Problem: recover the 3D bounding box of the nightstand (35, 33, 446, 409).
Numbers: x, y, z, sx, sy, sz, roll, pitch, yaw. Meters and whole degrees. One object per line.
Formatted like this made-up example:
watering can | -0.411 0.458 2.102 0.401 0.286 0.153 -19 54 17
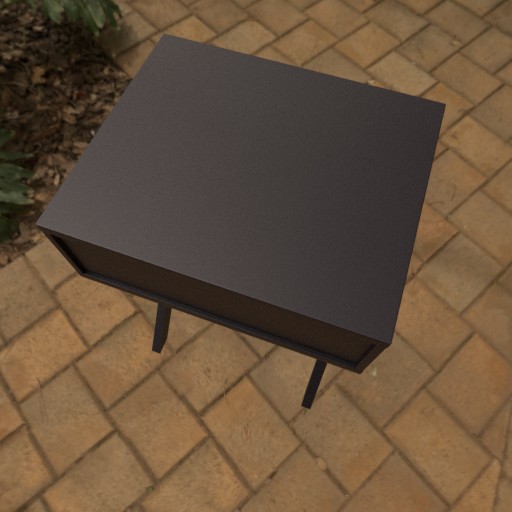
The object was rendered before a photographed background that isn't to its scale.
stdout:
nightstand | 0.000 0.000 0.914 0.479 0.623 0.402 18 65 9
